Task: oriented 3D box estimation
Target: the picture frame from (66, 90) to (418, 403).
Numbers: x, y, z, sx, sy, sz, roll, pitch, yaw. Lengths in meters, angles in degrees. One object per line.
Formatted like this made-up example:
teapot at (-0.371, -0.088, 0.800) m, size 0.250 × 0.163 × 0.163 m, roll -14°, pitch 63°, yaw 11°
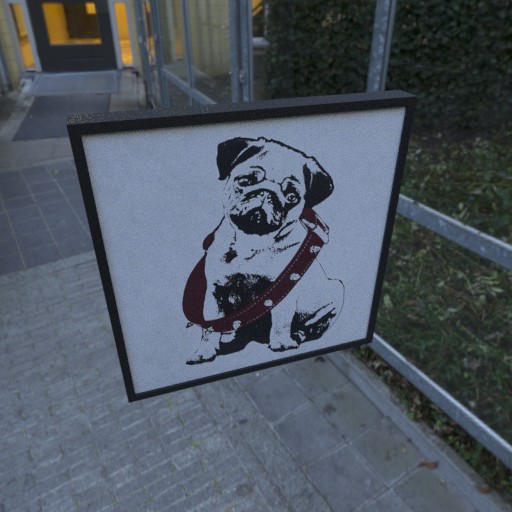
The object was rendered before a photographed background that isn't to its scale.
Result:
picture frame at (0.000, 0.000, 0.479) m, size 0.317 × 0.317 × 0.030 m, roll -10°, pitch 33°, yaw -15°
